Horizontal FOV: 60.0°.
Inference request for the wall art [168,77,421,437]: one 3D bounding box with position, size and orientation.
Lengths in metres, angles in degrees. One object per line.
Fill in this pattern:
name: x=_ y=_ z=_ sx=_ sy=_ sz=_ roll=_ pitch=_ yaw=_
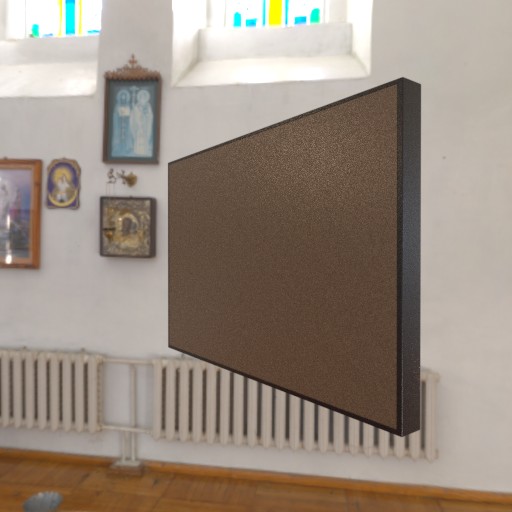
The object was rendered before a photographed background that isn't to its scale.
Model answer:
wall art: x=0.000 y=0.000 z=1.178 sx=0.058 sy=0.640 sz=0.939 roll=0 pitch=1 yaw=-37
